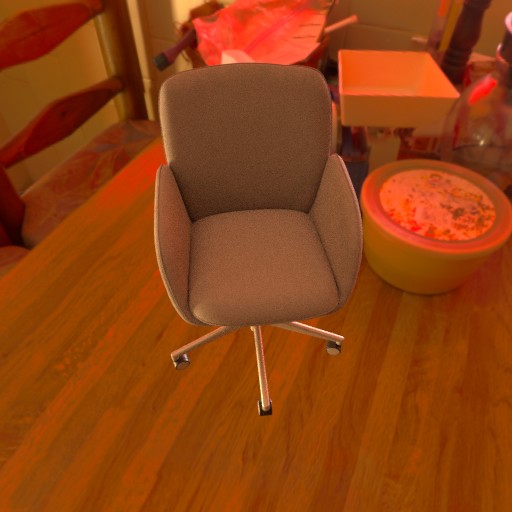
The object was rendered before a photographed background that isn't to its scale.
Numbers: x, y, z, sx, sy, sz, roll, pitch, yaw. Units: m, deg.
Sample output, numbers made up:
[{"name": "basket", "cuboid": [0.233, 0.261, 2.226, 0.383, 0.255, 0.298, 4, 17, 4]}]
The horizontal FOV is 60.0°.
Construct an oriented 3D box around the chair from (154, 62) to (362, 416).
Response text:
[{"name": "chair", "cuboid": [0.000, 0.000, 1.410, 0.648, 0.959, 0.654, -4, 47, -4]}]
